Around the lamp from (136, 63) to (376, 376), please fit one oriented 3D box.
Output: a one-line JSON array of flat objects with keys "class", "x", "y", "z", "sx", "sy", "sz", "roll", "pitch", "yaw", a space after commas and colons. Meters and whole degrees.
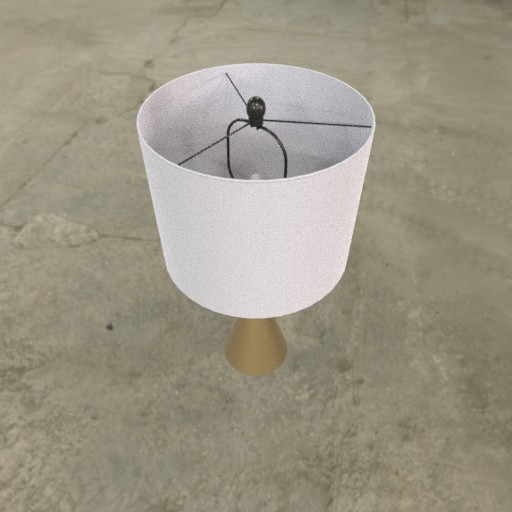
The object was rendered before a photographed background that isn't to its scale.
[{"class": "lamp", "x": 0.000, "y": 0.000, "z": 0.764, "sx": 0.304, "sy": 0.573, "sz": 0.304, "roll": 31, "pitch": 53, "yaw": 27}]
